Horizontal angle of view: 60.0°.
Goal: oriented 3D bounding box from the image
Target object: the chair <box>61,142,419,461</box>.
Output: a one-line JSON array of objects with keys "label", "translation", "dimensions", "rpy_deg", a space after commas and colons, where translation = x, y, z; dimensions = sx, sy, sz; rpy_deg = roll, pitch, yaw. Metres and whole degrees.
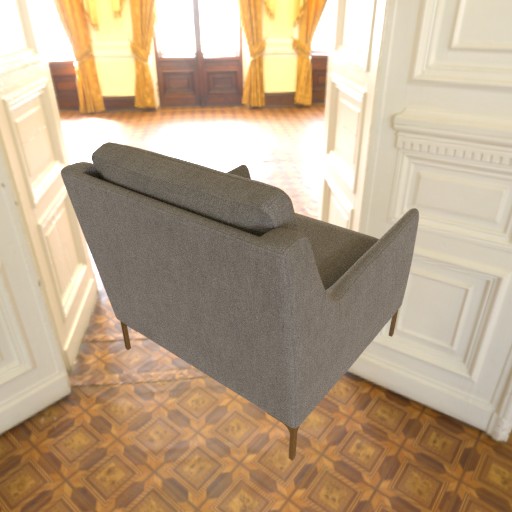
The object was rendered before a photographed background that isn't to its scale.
[{"label": "chair", "translation": [0.000, 0.000, 1.543], "dimensions": [0.847, 0.828, 0.849], "rpy_deg": [21, 36, 33]}]
